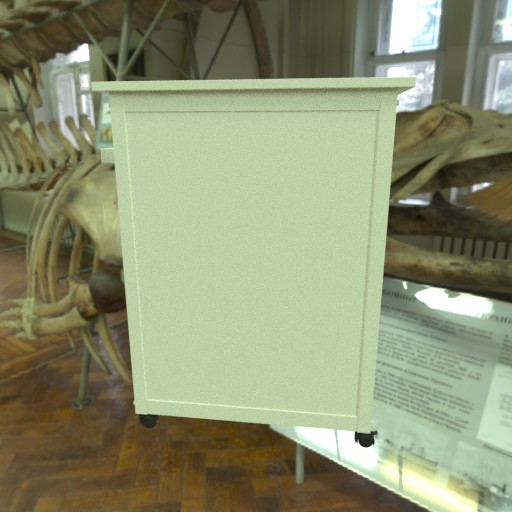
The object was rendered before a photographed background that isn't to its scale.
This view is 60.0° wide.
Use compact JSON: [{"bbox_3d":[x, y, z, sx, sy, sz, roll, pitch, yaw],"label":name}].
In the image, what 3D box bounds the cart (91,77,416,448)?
[{"bbox_3d":[0.000,0.000,1.225,0.683,0.864,0.442,2,16,7],"label":"cart"}]
